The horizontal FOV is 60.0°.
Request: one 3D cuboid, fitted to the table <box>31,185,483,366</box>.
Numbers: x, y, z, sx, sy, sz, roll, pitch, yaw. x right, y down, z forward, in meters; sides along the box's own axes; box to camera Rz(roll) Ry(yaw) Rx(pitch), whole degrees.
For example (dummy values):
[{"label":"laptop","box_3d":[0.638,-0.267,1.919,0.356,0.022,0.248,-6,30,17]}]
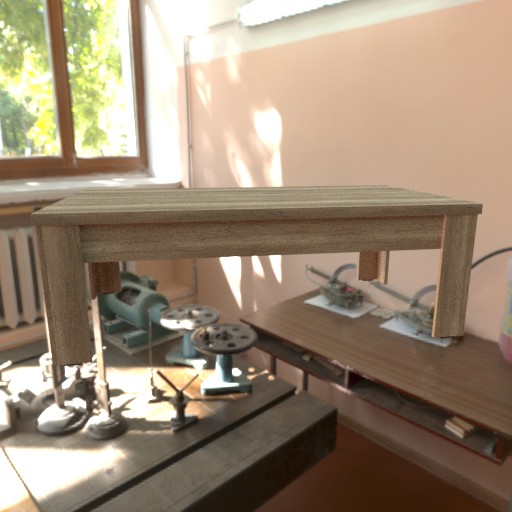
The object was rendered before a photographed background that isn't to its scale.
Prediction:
[{"label":"table","box_3d":[0.000,0.000,1.695,1.350,0.460,0.700,-2,14,-9]}]
